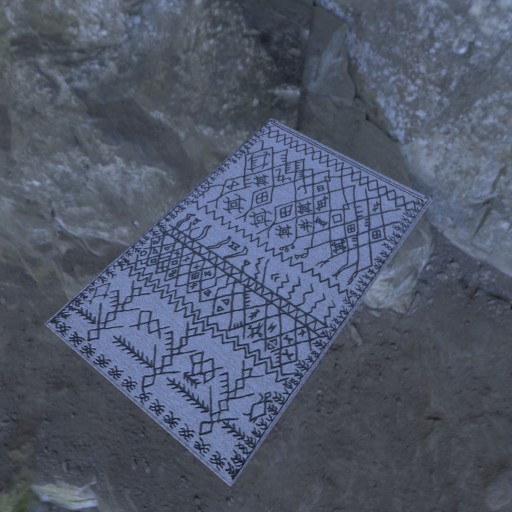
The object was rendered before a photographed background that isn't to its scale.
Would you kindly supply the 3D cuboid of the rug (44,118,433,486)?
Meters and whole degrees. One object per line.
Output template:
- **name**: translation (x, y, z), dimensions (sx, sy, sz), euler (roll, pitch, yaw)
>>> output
- **rug**: translation (0.000, 0.000, 3.094), dimensions (1.526, 0.012, 2.444), euler (33, 63, 19)
